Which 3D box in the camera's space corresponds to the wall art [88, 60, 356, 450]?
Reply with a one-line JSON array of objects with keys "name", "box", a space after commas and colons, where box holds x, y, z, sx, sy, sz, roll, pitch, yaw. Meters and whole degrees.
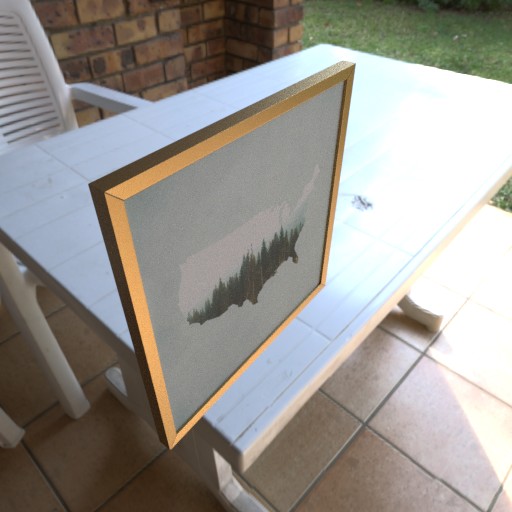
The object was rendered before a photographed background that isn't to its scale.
[{"name": "wall art", "box": [0.000, 0.000, 1.120, 0.038, 0.762, 0.762, 26, 47, 28]}]
